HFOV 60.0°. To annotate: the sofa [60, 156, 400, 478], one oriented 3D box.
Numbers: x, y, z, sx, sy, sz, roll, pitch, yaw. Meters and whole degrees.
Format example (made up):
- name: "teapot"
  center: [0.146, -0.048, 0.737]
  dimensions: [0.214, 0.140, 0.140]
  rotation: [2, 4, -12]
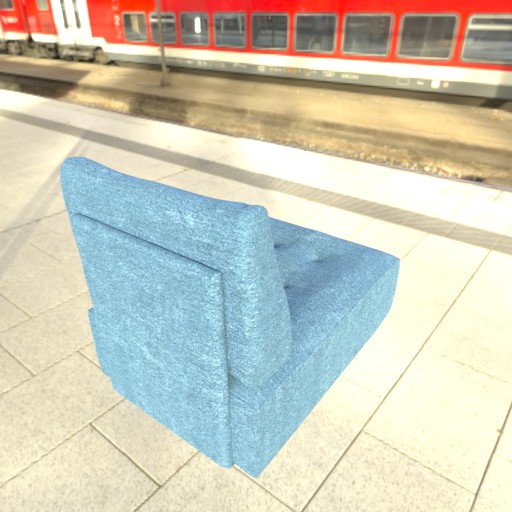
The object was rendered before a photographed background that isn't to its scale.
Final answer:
- name: "sofa"
  center: [0.000, 0.000, 1.541]
  dimensions: [0.700, 0.820, 1.000]
  rotation: [20, 35, 31]
